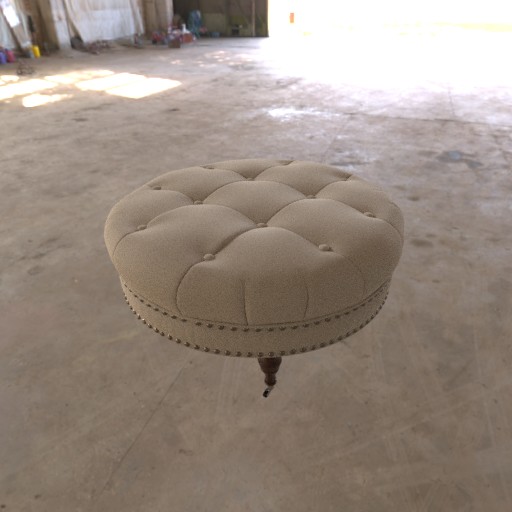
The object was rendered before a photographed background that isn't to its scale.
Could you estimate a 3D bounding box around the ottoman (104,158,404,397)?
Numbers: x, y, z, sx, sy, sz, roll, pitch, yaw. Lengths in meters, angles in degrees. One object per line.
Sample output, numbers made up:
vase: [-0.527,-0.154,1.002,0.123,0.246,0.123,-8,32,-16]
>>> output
ottoman: [0.000,0.000,1.433,0.901,0.439,0.901,0,30,0]
